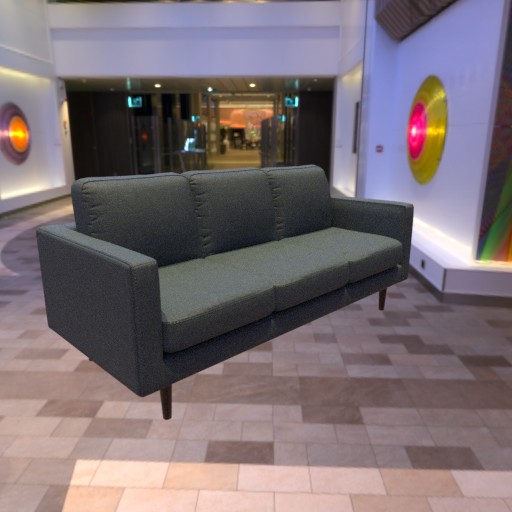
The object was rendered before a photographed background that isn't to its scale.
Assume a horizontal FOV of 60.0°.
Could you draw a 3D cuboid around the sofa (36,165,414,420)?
[{"bbox_3d":[0.000,0.000,2.513,2.013,0.945,0.935,-14,21,-43],"label":"sofa"}]
